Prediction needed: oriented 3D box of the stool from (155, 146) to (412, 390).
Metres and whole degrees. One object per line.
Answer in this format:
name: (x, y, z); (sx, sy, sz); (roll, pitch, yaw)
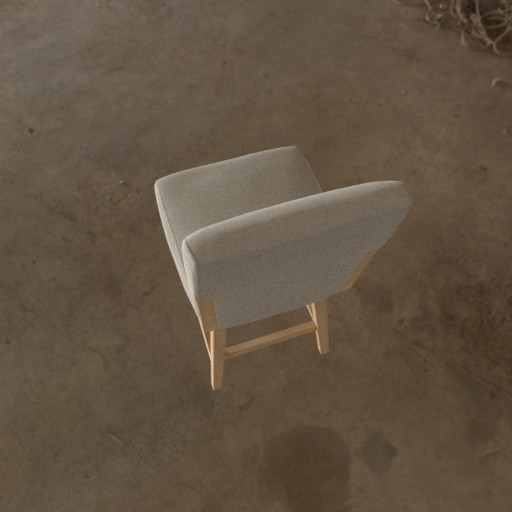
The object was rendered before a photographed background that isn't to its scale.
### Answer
stool: (0.000, 0.000, 1.405); (0.507, 1.085, 0.606); (-16, 59, -10)
